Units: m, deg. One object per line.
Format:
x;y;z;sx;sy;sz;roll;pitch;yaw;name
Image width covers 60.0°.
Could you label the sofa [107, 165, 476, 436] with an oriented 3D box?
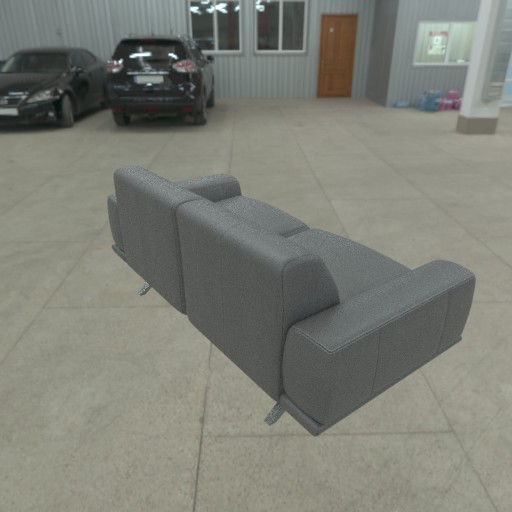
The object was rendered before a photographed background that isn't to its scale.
0.000;0.000;2.309;0.900;0.772;1.901;-18;31;-33;sofa
